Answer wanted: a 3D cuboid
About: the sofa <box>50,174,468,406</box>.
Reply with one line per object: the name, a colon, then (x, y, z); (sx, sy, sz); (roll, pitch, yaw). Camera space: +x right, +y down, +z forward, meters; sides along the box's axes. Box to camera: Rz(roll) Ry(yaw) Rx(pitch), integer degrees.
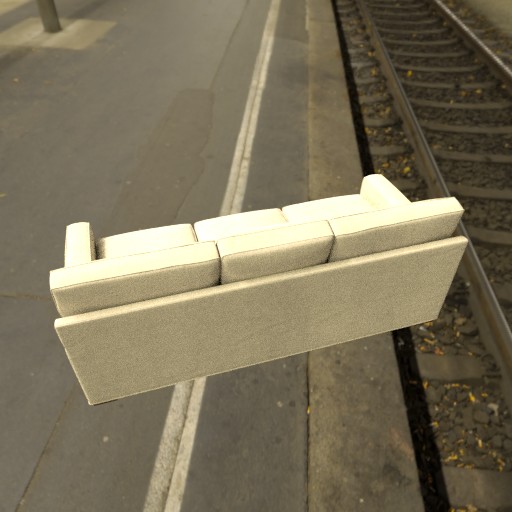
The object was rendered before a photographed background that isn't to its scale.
sofa: (0.000, 0.000, 2.609); (2.093, 0.862, 0.936); (-11, 42, -12)
